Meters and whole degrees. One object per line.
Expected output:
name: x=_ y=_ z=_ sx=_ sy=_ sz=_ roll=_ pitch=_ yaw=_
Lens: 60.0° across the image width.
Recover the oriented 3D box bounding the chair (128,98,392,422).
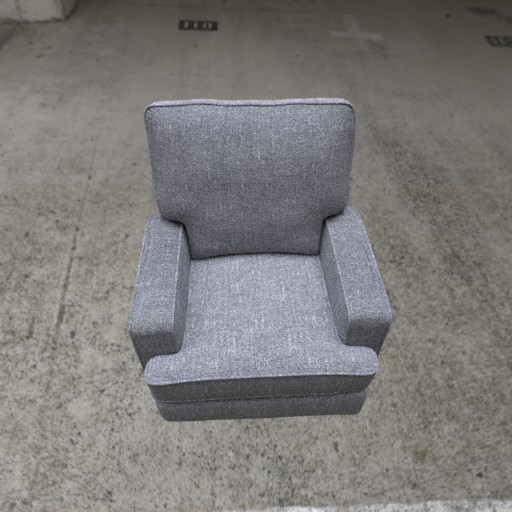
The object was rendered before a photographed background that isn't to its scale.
chair: x=0.000 y=0.000 z=1.677 sx=0.861 sy=0.962 sz=0.964 roll=-2 pitch=48 yaw=-2
